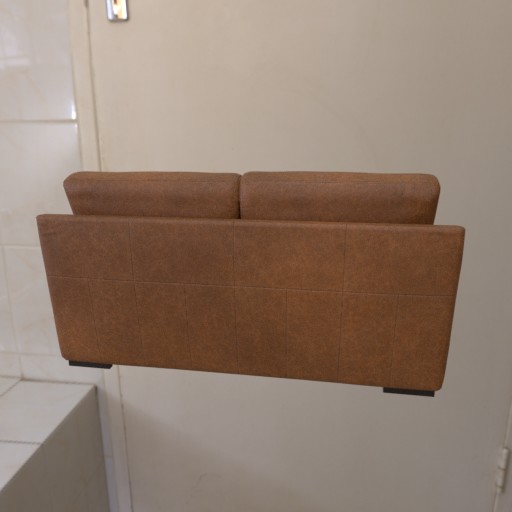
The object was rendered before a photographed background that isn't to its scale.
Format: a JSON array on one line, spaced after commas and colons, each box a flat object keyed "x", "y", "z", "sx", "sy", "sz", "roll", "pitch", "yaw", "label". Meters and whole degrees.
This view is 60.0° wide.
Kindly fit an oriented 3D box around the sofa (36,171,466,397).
[{"x": 0.000, "y": 0.000, "z": 2.422, "sx": 1.880, "sy": 0.966, "sz": 1.144, "roll": 2, "pitch": 15, "yaw": 9, "label": "sofa"}]
